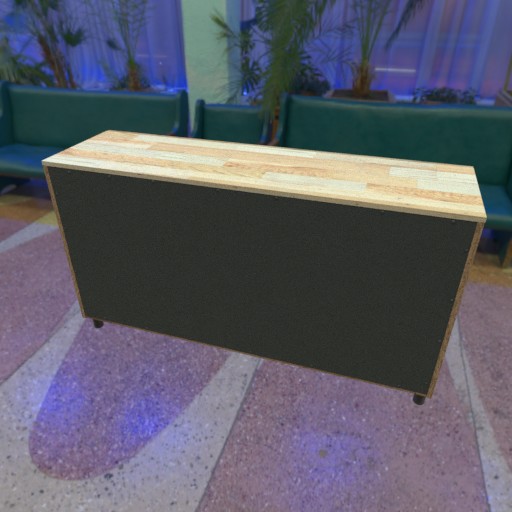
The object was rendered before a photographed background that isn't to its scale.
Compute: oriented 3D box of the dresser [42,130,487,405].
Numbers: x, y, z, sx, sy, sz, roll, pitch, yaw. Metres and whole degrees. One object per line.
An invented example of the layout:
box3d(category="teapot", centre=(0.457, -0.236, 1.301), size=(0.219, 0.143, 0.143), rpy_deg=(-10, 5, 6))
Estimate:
box3d(category="dresser", centre=(0.000, 0.000, 1.886), size=(1.547, 0.834, 0.487), rpy_deg=(10, 33, 15))
